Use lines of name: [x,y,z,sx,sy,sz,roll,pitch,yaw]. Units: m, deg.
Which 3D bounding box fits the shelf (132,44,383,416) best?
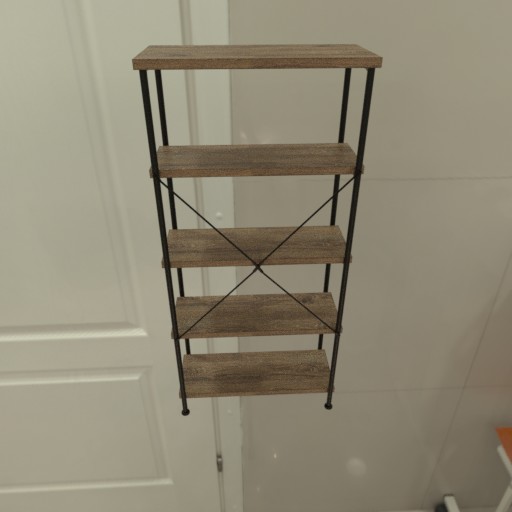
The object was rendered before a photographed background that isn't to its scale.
shelf: [0.000,0.000,2.009,0.800,1.700,0.360,-2,32,-3]
